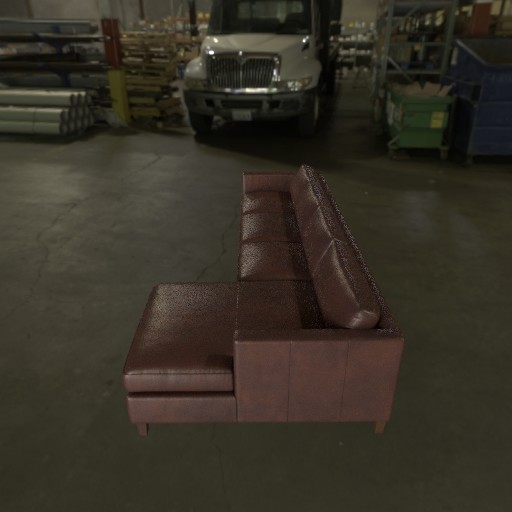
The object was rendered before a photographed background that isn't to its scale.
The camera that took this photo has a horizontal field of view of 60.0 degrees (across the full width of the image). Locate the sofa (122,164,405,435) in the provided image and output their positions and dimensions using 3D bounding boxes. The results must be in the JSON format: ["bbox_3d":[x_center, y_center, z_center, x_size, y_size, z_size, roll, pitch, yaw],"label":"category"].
[{"bbox_3d":[0.000,0.000,3.924,1.581,0.883,3.203,0,27,-1],"label":"sofa"}]
